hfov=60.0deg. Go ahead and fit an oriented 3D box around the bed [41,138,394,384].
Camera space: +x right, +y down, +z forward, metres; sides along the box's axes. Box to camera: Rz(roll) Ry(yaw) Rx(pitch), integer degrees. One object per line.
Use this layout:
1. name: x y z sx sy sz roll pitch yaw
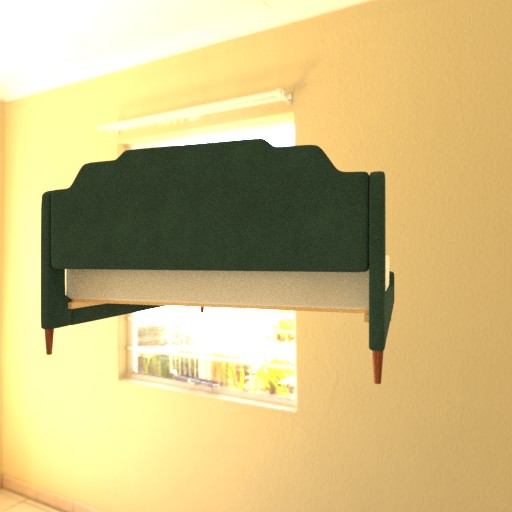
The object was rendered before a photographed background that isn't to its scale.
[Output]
1. bed: 0.000 0.000 3.553 2.074 1.245 2.340 0 0 18
